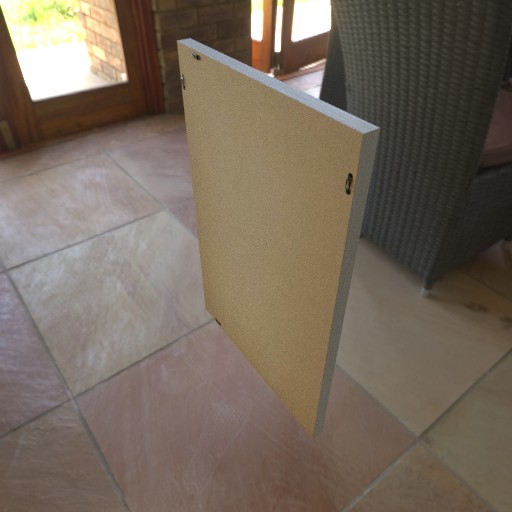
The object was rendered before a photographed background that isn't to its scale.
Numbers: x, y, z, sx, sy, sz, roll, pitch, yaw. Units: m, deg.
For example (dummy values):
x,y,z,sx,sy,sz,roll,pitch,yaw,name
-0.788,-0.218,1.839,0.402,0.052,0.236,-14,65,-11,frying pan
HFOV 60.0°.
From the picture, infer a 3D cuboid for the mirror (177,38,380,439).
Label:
x,y,z,sx,sy,sz,roll,pitch,yaw,name
0.000,0.000,1.151,0.040,0.915,0.609,-24,46,-26,mirror
